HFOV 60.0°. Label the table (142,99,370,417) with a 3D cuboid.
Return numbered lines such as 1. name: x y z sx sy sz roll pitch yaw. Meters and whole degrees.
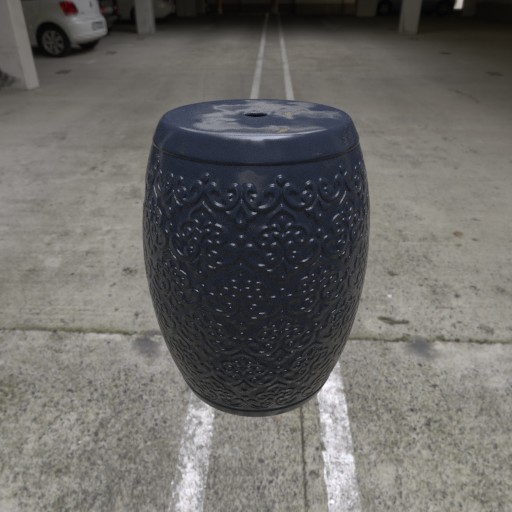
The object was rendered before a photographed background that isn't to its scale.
1. table: 0.000 0.000 0.635 0.309 0.397 0.309 0 28 0
